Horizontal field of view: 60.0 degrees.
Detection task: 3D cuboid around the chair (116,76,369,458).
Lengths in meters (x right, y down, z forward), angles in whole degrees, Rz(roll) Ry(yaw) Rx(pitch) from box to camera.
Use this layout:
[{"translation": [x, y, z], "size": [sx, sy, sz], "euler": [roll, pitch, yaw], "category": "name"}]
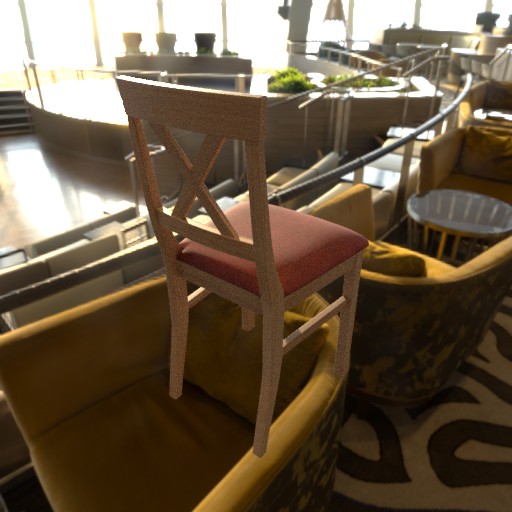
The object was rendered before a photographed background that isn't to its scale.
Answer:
[{"translation": [0.000, 0.000, 1.180], "size": [0.439, 0.912, 0.492], "euler": [21, 36, 32], "category": "chair"}]
